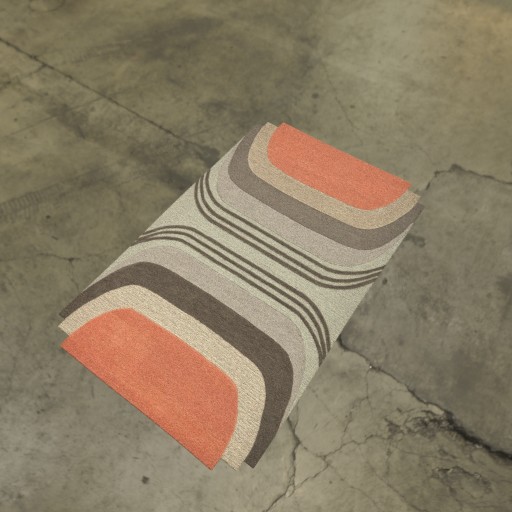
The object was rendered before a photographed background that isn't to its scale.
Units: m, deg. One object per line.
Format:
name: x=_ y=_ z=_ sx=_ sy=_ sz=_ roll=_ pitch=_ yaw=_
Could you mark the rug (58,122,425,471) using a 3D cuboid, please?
rug: x=0.000 y=0.000 z=3.043 sx=1.530 sy=0.017 sz=2.446 roll=31 pitch=63 yaw=18
